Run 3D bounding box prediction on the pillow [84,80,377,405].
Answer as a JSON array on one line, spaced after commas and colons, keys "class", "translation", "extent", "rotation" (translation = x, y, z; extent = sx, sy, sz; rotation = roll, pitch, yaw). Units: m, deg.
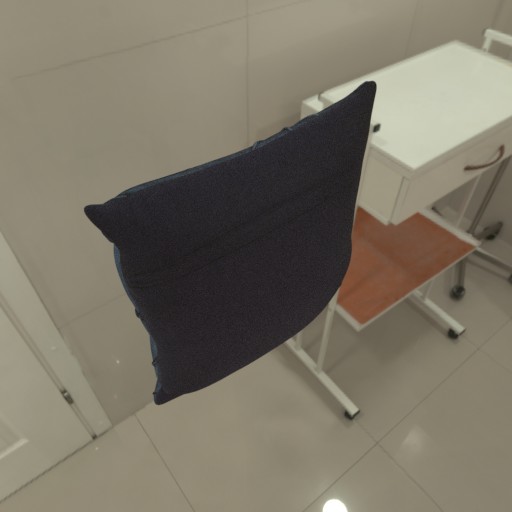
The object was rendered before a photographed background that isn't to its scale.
[{"class": "pillow", "translation": [0.000, 0.000, 0.685], "extent": [0.439, 0.440, 0.183], "rotation": [-30, 53, -25]}]
